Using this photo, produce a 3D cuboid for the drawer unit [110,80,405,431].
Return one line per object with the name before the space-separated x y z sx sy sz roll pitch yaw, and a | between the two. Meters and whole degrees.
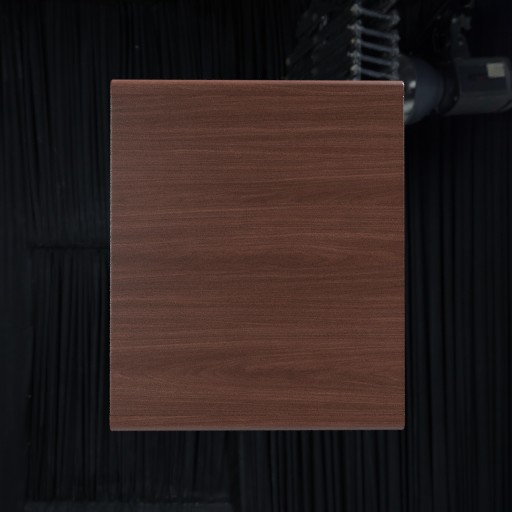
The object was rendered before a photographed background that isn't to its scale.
drawer unit | 0.000 0.000 0.612 0.290 0.351 0.349 0 0 -1
